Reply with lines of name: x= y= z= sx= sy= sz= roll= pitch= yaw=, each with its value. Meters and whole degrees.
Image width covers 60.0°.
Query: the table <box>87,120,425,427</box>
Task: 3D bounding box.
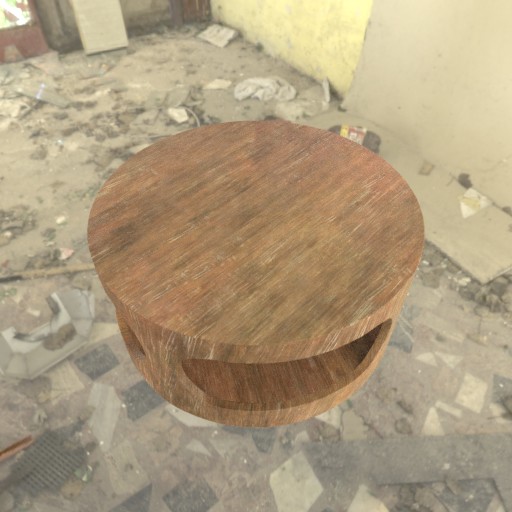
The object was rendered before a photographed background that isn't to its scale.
table: x=0.000 y=0.000 z=1.484 sx=0.974 sy=0.450 sz=0.974 roll=0 pitch=46 yaw=0
